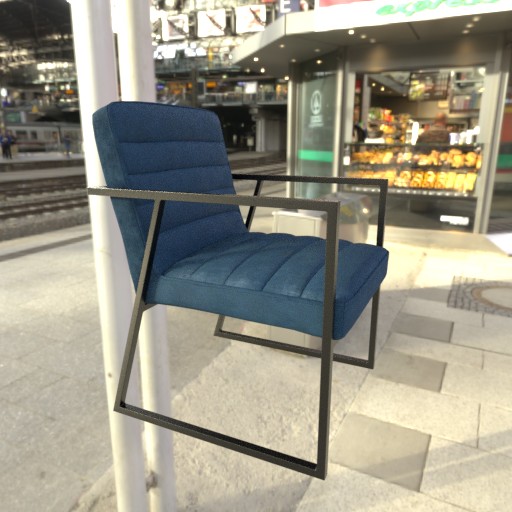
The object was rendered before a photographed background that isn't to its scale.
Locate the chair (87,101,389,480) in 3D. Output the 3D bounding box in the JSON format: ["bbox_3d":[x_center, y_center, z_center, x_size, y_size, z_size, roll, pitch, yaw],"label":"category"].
[{"bbox_3d":[0.000,0.000,1.257,0.677,0.833,0.571,7,16,25],"label":"chair"}]
